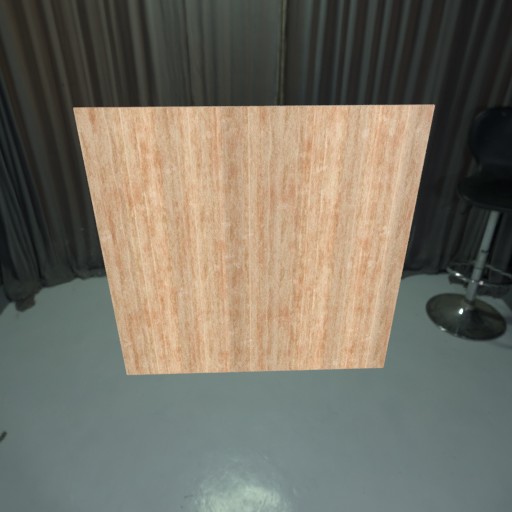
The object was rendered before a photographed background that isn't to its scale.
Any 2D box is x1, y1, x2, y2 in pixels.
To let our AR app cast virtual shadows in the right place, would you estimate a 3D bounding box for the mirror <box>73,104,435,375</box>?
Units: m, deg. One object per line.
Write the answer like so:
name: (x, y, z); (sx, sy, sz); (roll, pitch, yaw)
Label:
mirror: (0.000, 0.000, 0.981); (0.651, 0.651, 0.047); (-1, 30, -2)
